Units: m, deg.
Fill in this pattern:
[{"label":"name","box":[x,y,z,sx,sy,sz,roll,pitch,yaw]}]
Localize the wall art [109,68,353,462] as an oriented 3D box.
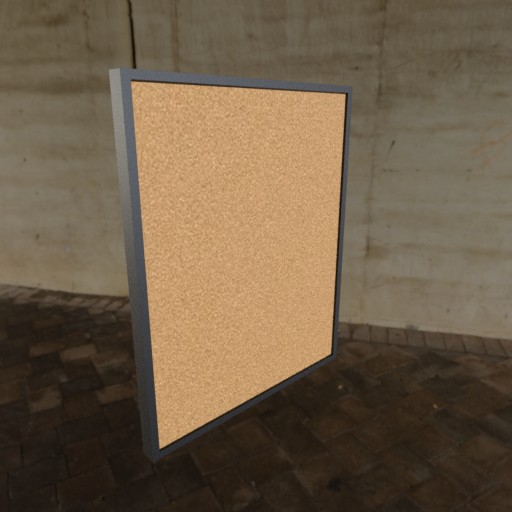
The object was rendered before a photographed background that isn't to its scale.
[{"label":"wall art","box":[0.000,0.000,0.754,0.457,0.559,0.029,-15,23,-41]}]
